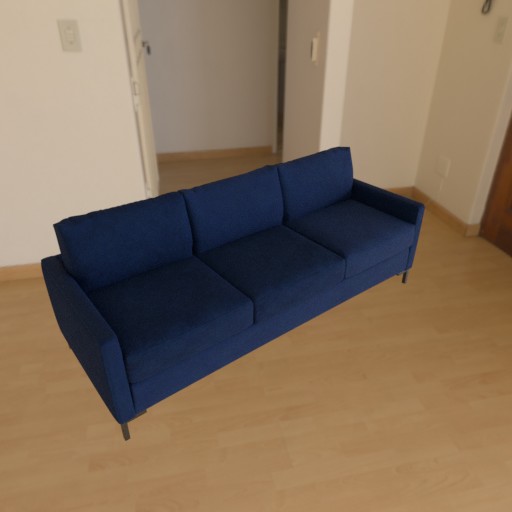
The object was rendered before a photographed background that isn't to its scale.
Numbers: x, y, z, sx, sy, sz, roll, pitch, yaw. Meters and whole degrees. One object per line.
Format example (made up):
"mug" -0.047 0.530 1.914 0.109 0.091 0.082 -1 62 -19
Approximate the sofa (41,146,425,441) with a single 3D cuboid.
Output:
"sofa" 0.000 0.000 2.718 2.252 0.879 0.875 -22 37 -32
